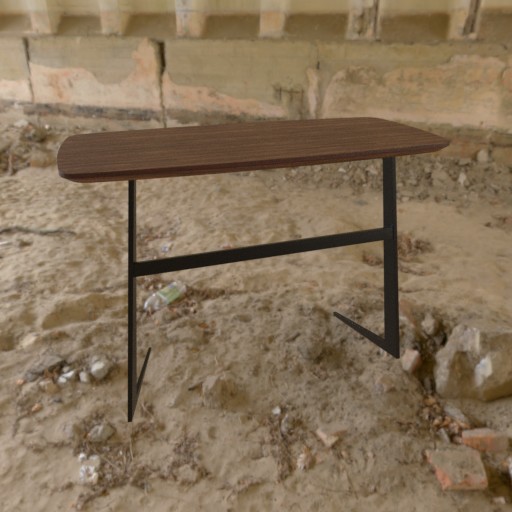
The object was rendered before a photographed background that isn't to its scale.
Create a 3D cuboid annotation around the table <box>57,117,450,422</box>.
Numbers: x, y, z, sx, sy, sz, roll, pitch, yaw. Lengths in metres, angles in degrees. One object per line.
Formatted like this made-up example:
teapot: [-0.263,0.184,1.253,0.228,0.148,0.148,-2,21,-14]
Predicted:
table: [0.000,0.000,1.096,0.804,0.576,0.361,-8,28,-16]
